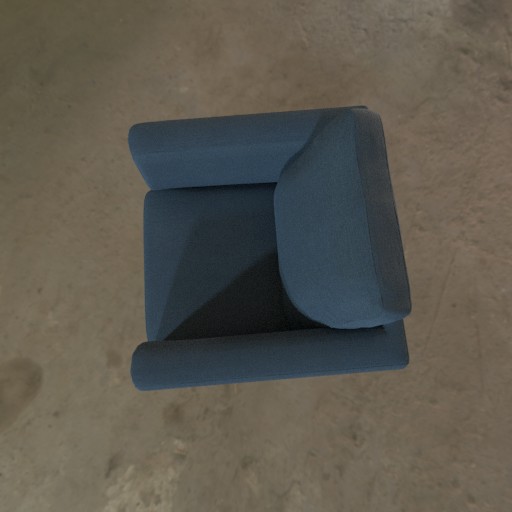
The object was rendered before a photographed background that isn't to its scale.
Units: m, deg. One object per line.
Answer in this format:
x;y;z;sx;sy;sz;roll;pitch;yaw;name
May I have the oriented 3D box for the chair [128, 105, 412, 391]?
0.000;0.000;1.570;0.820;0.922;0.855;-5;76;-1;chair
